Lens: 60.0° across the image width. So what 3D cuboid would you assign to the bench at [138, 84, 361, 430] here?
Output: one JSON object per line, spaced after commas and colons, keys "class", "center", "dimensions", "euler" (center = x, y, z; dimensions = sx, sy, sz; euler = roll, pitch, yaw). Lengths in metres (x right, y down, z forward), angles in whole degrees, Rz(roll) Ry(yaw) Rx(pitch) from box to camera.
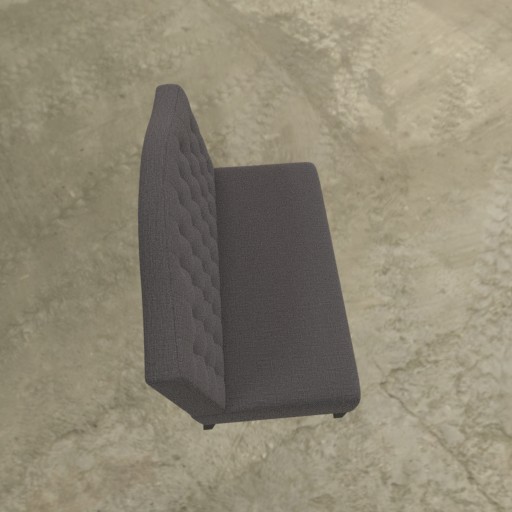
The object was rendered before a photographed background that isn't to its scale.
{"class": "bench", "center": [0.000, 0.000, 2.050], "dimensions": [0.815, 1.180, 1.335], "euler": [-4, 60, -2]}
